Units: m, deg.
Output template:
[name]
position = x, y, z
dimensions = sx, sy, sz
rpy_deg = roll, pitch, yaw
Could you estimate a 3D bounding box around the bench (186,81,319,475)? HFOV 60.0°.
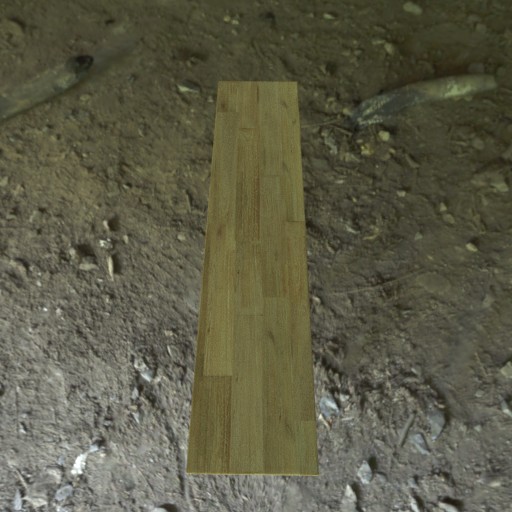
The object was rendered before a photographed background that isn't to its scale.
[bench]
position = 0.000, 0.000, 1.874
dimensions = 0.378, 0.431, 1.698
rpy_deg = 1, 59, 0
